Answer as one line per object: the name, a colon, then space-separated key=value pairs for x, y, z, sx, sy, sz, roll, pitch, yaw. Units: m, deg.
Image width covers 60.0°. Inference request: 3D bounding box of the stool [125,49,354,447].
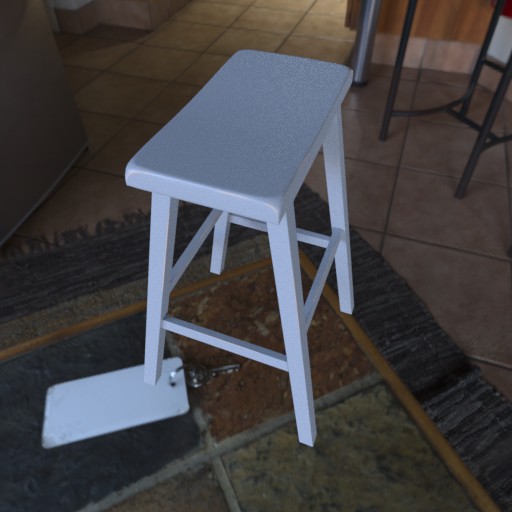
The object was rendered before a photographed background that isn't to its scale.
stool: x=0.000 y=0.000 z=1.020 sx=0.476 sy=0.737 sz=0.457 roll=16 pitch=49 yaw=14
